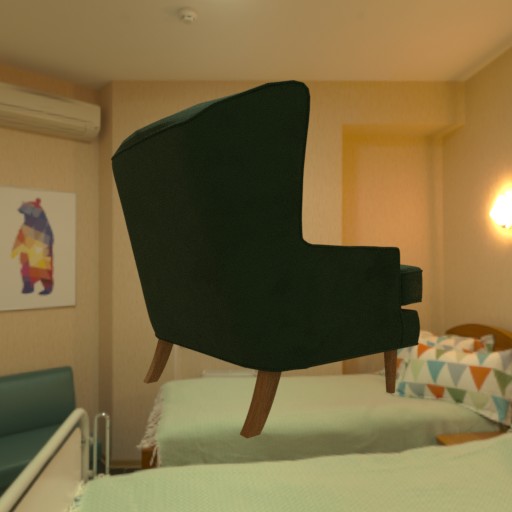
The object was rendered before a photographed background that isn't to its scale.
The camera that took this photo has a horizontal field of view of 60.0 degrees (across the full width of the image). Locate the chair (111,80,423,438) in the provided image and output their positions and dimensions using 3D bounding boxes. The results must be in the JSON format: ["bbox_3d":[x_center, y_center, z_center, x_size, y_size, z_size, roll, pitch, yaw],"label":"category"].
[{"bbox_3d":[0.000,0.000,1.588,0.910,0.952,0.793,0,0,-37],"label":"chair"}]
